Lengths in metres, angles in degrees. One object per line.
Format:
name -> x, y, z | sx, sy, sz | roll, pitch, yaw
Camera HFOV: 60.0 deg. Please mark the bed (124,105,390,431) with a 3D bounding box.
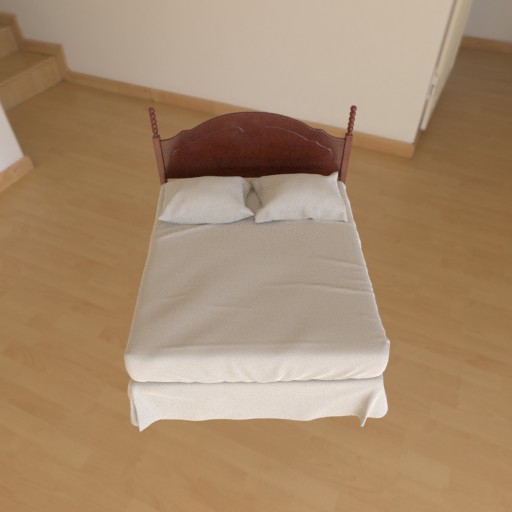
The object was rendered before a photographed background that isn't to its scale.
bed -> 0.000, 0.000, 3.273 | 1.873, 1.356, 2.040 | -1, 45, -1
